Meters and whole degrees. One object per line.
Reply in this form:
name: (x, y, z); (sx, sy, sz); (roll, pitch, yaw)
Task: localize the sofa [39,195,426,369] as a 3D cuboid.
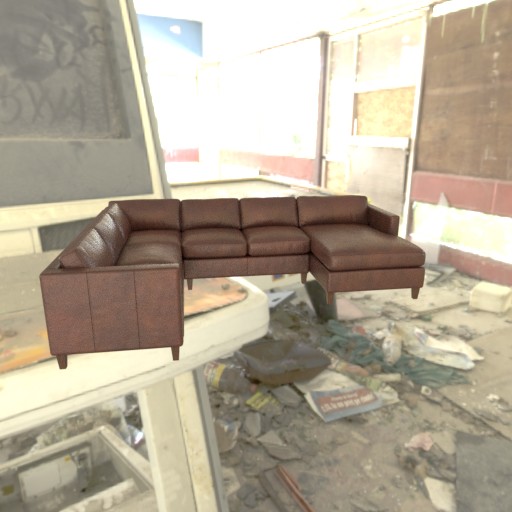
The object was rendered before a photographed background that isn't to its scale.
sofa: (0.000, 0.000, 4.443); (3.324, 0.891, 2.452); (-3, 16, -9)
